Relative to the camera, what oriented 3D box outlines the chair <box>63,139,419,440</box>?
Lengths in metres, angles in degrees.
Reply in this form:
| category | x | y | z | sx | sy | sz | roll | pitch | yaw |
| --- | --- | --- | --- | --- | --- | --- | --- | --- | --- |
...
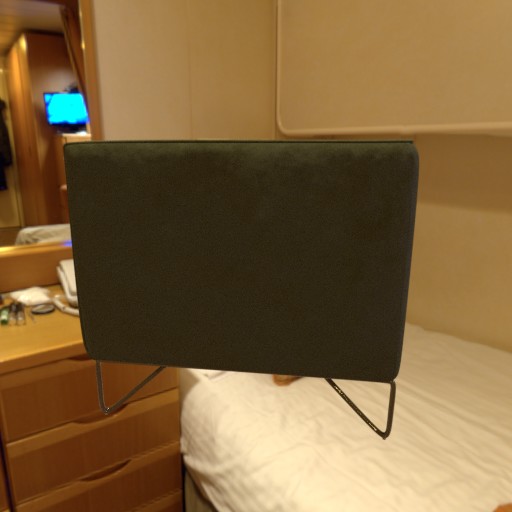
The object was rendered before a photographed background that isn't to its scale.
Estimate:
| category | x | y | z | sx | sy | sz | roll | pitch | yaw |
| --- | --- | --- | --- | --- | --- | --- | --- | --- | --- |
| chair | 0.000 | 0.000 | 1.552 | 0.894 | 0.790 | 0.880 | 2 | 15 | 9 |
